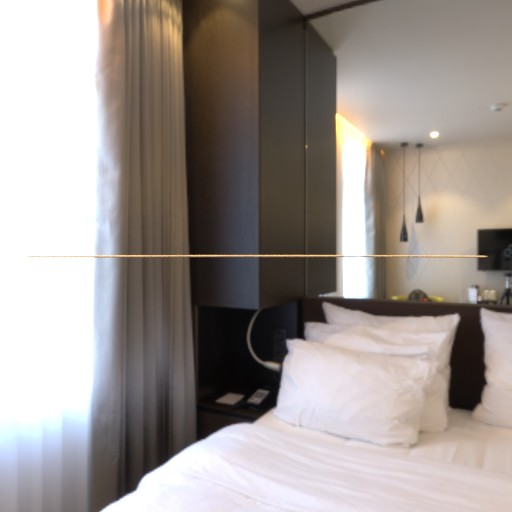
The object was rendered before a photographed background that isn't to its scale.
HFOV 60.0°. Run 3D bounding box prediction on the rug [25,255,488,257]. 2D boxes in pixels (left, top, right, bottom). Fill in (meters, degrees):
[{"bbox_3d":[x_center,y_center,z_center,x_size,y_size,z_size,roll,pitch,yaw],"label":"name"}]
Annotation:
[{"bbox_3d":[0.000,0.000,3.079,2.435,0.012,1.529,0,0,0],"label":"rug"}]
